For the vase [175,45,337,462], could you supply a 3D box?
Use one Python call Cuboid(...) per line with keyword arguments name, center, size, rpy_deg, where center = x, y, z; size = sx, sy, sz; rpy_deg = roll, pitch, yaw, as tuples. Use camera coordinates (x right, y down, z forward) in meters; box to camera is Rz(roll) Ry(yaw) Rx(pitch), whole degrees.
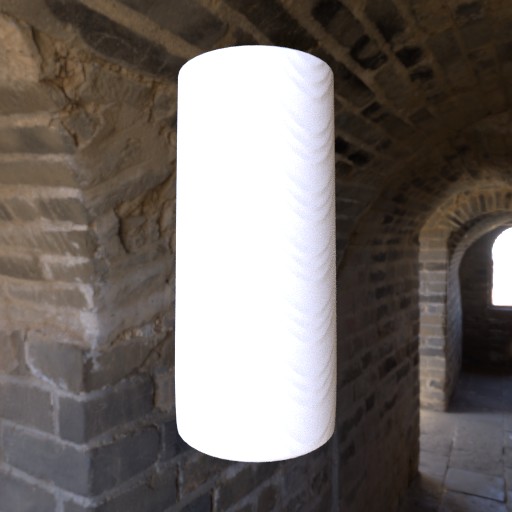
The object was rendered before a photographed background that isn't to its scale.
Cuboid(name="vase", center=(0.000, 0.000, 0.400), size=(0.143, 0.316, 0.143), rpy_deg=(0, 0, 0))
